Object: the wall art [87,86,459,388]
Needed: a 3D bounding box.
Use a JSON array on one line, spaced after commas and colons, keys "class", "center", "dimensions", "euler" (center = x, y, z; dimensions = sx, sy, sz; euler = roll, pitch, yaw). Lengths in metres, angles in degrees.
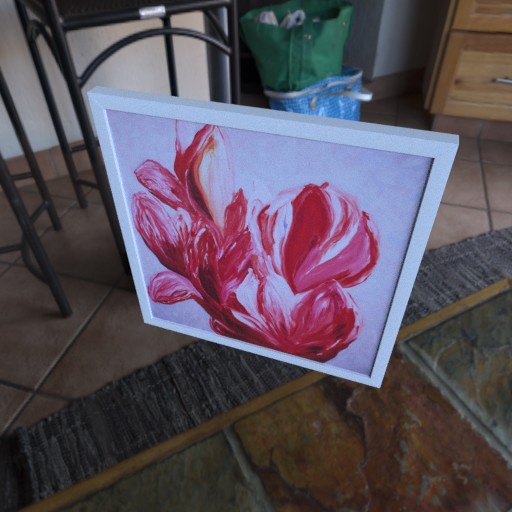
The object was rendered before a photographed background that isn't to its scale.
[{"class": "wall art", "center": [0.000, 0.000, 0.674], "dimensions": [0.455, 0.453, 0.023], "euler": [13, 42, 14]}]
